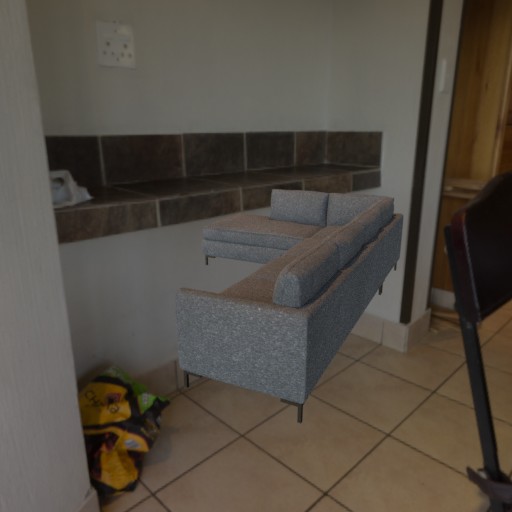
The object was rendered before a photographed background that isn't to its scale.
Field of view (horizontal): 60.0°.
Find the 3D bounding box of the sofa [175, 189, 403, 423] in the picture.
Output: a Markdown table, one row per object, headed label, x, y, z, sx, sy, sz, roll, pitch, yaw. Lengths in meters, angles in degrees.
| label | x | y | z | sx | sy | sz | roll | pitch | yaw |
| --- | --- | --- | --- | --- | --- | --- | --- | --- | --- |
| sofa | 0.000 | 0.000 | 3.856 | 2.007 | 0.815 | 2.949 | 8 | 18 | 25 |
